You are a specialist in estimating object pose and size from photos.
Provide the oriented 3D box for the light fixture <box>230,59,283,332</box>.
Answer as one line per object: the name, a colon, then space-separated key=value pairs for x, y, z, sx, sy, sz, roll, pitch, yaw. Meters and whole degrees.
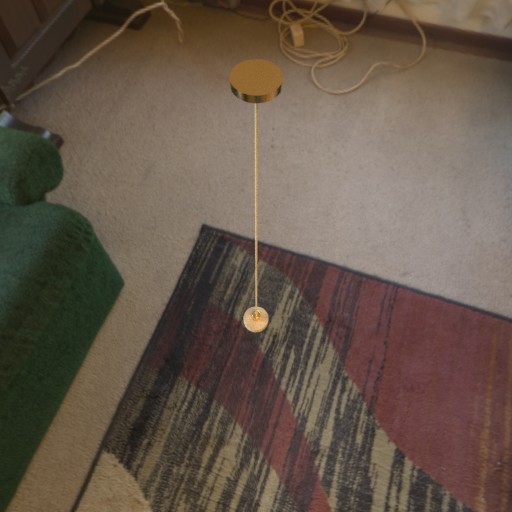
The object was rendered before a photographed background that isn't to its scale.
light fixture: x=0.000 y=0.000 z=1.726 sx=0.129 sy=1.669 sz=0.129 roll=1 pitch=61 yaw=0
